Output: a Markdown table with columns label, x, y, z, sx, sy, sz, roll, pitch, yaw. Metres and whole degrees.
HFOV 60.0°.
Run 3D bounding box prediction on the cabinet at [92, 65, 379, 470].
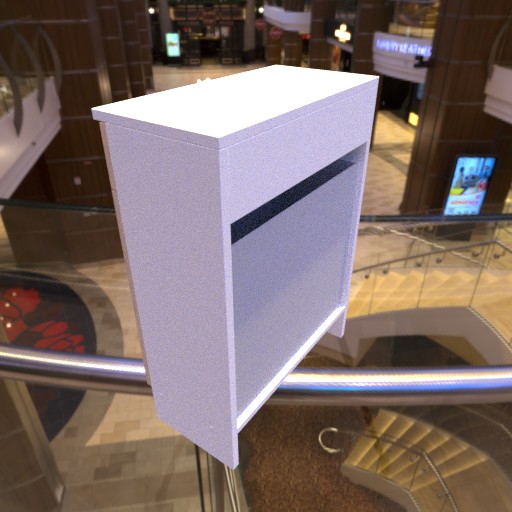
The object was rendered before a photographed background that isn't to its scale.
| label | x | y | z | sx | sy | sz | roll | pitch | yaw |
| --- | --- | --- | --- | --- | --- | --- | --- | --- | --- |
| cabinet | 0.000 | 0.000 | 1.140 | 0.296 | 0.815 | 0.600 | 21 | 37 | 30 |
